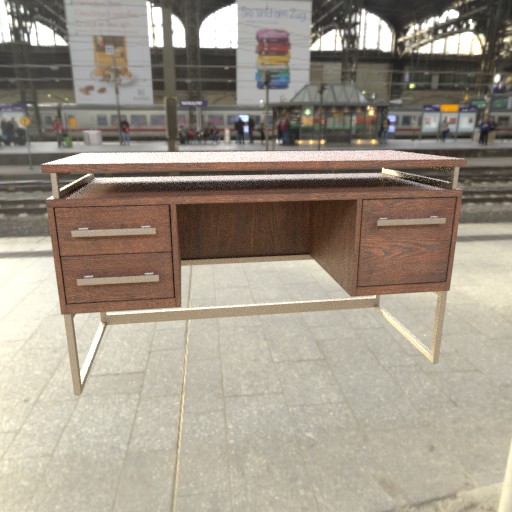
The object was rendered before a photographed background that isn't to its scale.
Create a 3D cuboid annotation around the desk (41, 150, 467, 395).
[{"bbox_3d":[0.000,0.000,1.796,1.384,0.792,0.610,-3,17,-9],"label":"desk"}]
